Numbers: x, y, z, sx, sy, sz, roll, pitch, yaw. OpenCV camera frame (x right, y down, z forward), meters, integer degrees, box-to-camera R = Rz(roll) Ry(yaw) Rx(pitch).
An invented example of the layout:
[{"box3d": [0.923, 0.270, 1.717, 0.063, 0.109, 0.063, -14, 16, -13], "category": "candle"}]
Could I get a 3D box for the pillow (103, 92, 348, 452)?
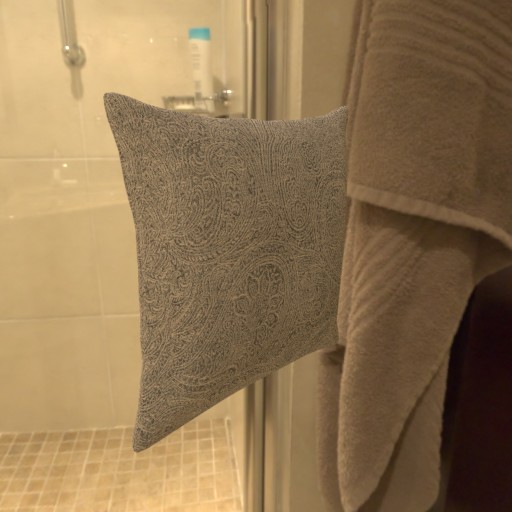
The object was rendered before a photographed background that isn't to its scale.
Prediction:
[{"box3d": [0.000, 0.000, 0.768, 0.166, 0.510, 0.523, 15, 22, 43], "category": "pillow"}]
